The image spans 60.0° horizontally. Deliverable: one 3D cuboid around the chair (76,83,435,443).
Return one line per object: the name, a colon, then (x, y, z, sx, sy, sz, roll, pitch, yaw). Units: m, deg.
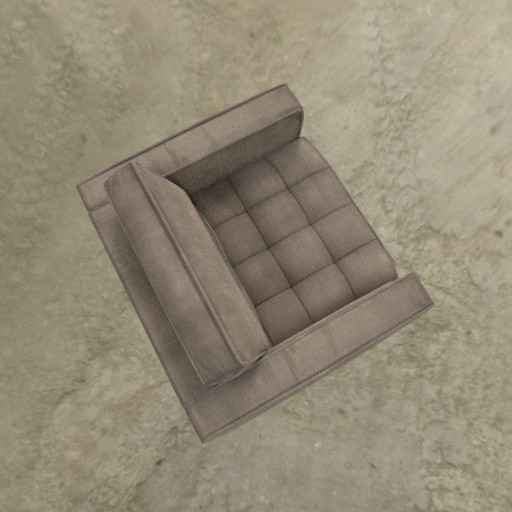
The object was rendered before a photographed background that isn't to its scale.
chair: (0.000, 0.000, 1.540, 0.843, 0.773, 0.928, -28, 76, -8)
